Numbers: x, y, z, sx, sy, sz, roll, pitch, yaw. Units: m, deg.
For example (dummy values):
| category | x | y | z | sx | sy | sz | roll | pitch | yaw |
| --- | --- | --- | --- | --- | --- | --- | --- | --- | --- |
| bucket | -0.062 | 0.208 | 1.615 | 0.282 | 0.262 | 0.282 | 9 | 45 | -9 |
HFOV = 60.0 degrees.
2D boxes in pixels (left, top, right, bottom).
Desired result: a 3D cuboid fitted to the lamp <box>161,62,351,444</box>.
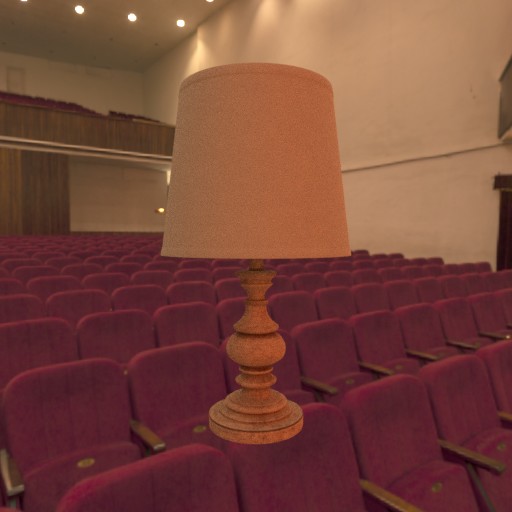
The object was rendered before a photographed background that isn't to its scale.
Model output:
| category | x | y | z | sx | sy | sz | roll | pitch | yaw |
| --- | --- | --- | --- | --- | --- | --- | --- | --- | --- |
| lamp | 0.000 | 0.000 | 0.649 | 0.273 | 0.497 | 0.273 | 0 | 2 | 0 |
